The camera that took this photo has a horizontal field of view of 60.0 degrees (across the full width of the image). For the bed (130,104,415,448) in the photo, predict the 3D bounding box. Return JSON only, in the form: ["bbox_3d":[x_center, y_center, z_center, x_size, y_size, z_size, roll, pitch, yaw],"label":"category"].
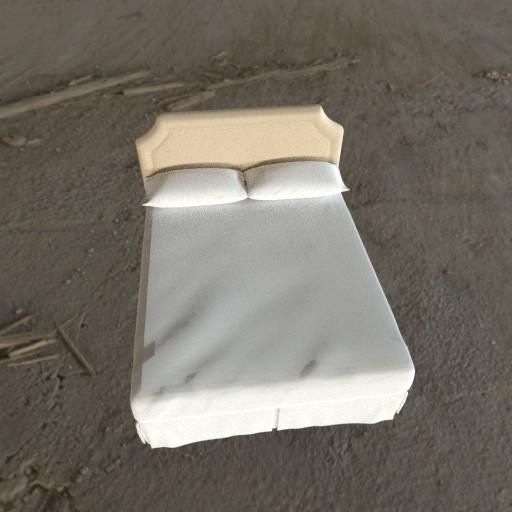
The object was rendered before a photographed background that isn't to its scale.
[{"bbox_3d":[0.000,0.000,3.884,2.134,1.524,2.548,-5,45,-5],"label":"bed"}]
